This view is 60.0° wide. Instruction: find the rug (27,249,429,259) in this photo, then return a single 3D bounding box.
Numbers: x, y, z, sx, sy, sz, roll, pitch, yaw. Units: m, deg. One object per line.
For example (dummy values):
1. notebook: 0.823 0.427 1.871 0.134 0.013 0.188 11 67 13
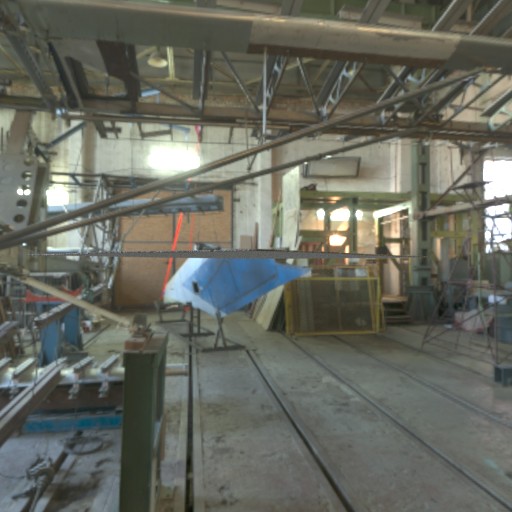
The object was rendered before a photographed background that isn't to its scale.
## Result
1. rug: 0.000 0.000 5.370 2.997 0.020 4.093 -1 -1 36
